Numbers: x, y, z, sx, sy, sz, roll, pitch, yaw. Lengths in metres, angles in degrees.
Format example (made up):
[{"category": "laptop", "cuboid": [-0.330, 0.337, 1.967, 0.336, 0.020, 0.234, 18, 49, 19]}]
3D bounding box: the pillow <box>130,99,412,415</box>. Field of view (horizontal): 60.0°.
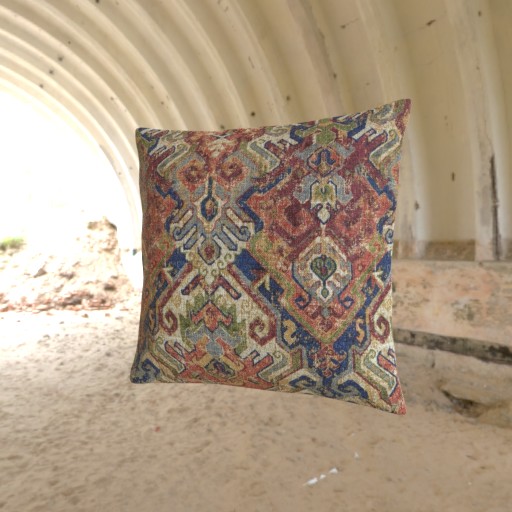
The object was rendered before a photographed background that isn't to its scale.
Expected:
[{"category": "pillow", "cuboid": [0.000, 0.000, 0.794, 0.523, 0.506, 0.166, 0, 1, 19]}]
